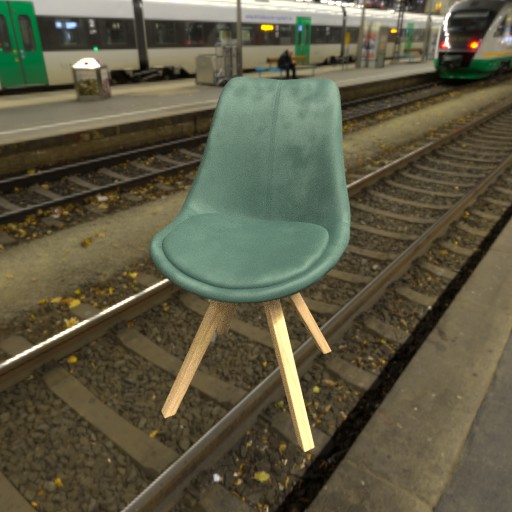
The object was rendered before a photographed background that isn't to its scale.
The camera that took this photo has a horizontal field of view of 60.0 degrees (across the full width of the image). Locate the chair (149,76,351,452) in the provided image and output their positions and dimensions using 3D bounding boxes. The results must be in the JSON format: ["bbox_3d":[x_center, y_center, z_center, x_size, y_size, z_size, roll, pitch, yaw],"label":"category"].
[{"bbox_3d":[0.000,0.000,1.203,0.483,0.865,0.547,7,27,15],"label":"chair"}]
